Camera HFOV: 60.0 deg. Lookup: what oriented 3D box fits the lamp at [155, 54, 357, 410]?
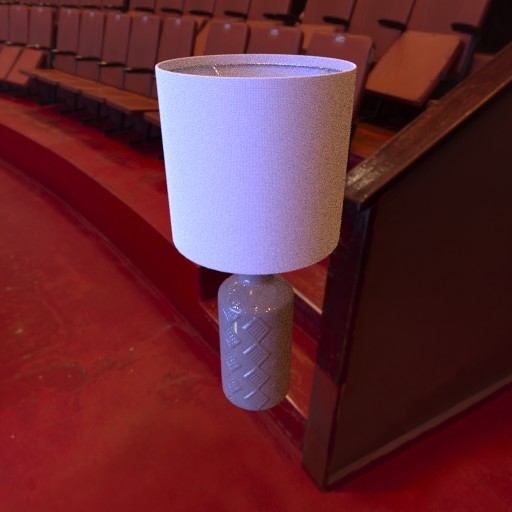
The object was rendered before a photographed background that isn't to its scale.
[{"bbox_3d":[0.000,0.000,0.576,0.207,0.461,0.207,-17,34,-28],"label":"lamp"}]
